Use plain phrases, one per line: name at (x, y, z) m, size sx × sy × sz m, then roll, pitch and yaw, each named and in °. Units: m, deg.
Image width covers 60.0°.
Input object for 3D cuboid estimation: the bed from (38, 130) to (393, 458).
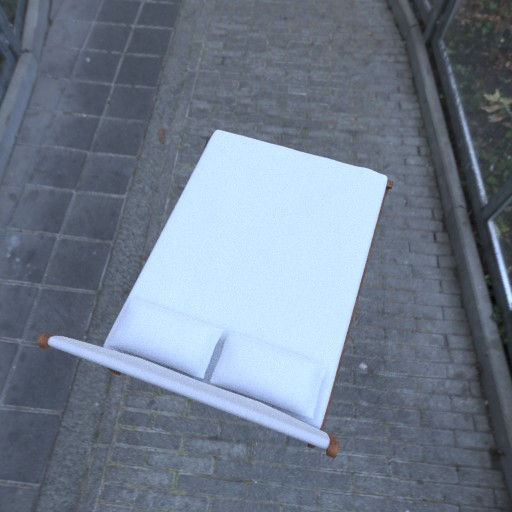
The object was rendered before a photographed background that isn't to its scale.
bed at (0.000, 0.000, 2.916) m, size 1.502 × 1.135 × 2.108 m, roll 18°, pitch 64°, yaw 9°
